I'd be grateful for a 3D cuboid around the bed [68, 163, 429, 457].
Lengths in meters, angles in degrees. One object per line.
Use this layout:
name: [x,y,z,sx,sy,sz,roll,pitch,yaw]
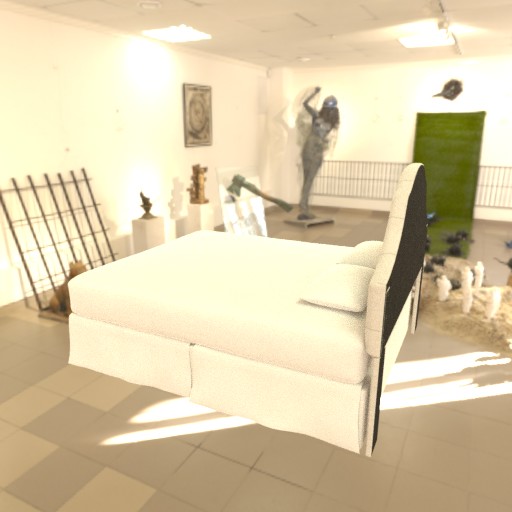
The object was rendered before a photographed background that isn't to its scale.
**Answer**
bed: [0.000,0.000,3.724,2.477,1.617,2.039,8,18,25]
